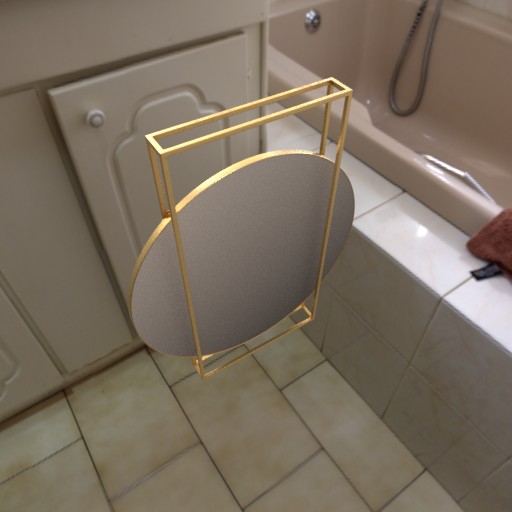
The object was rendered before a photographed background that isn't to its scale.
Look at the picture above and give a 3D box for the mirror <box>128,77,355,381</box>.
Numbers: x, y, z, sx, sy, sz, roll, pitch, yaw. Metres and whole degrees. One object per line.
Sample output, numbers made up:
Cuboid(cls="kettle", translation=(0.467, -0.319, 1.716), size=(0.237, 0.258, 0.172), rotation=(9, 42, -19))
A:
Cuboid(cls="mirror", translation=(0.000, 0.000, 0.848), size=(0.508, 0.603, 0.051), rotation=(-25, 52, -21))
